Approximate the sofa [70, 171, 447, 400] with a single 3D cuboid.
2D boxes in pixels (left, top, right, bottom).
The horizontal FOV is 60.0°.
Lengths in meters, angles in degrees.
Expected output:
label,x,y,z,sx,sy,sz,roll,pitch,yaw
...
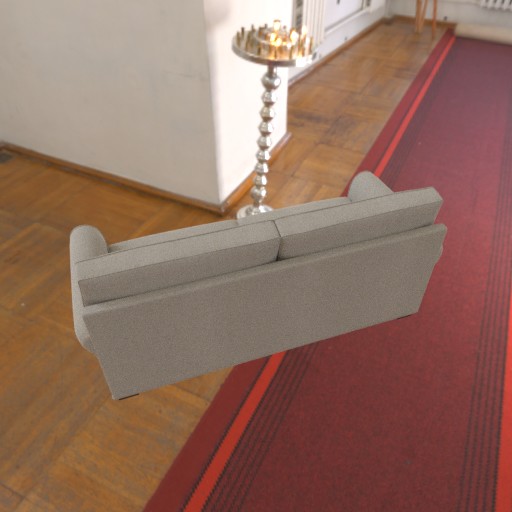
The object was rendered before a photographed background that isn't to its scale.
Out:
label,x,y,z,sx,sy,sz,roll,pitch,yaw
sofa,0.000,0.000,2.762,2.146,0.962,0.901,-13,43,-14
